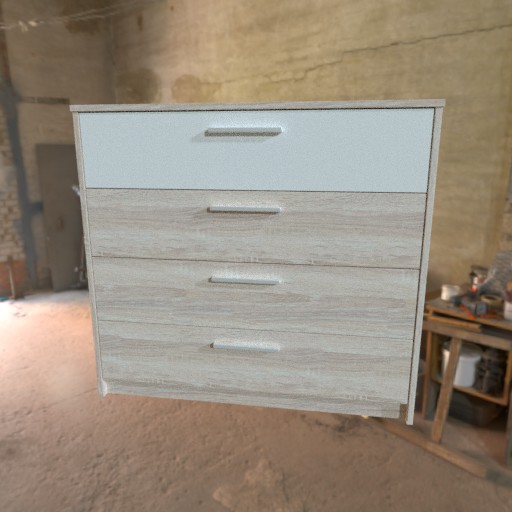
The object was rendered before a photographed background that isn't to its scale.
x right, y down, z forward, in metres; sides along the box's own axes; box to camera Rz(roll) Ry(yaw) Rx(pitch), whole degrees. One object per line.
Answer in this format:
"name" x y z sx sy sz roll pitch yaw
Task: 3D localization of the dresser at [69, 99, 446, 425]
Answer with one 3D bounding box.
"dresser" 0.000 0.000 1.418 0.980 0.900 0.380 2 14 9
